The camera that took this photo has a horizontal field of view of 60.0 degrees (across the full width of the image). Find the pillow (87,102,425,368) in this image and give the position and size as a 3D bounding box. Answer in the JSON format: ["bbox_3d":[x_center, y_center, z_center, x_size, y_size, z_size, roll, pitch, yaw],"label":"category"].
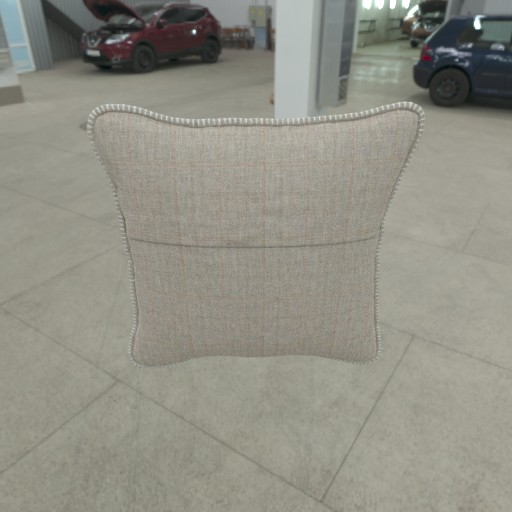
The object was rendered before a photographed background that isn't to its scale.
[{"bbox_3d":[0.000,0.000,0.743,0.485,0.494,0.124,-1,30,-1],"label":"pillow"}]
